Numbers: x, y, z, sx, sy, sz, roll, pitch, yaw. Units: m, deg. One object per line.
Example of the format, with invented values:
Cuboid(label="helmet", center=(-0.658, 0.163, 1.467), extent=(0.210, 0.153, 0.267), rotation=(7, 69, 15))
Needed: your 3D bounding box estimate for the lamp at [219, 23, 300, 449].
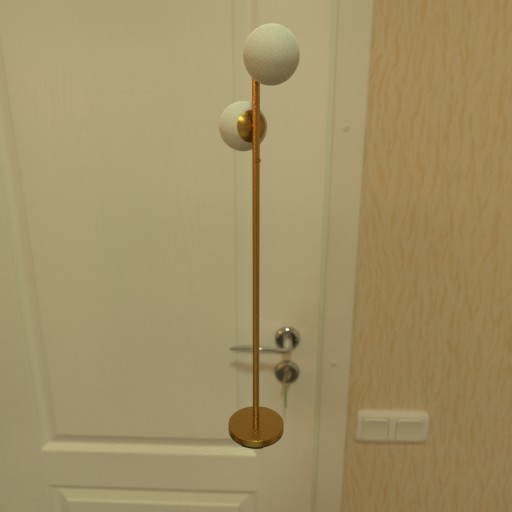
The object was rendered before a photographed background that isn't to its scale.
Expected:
Cuboid(label="lamp", center=(0.000, 0.000, 1.778), extent=(0.249, 1.641, 0.419), rotation=(-8, 18, -26))
